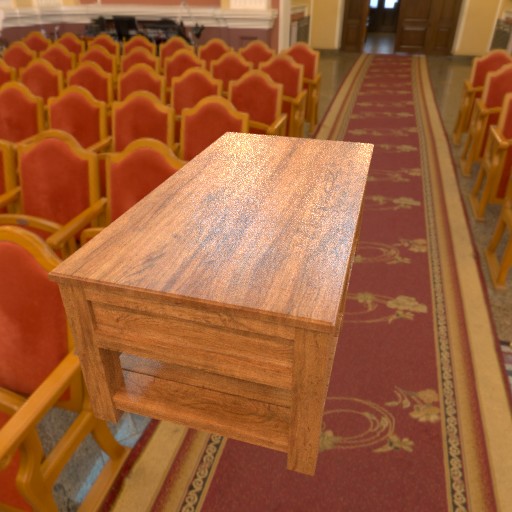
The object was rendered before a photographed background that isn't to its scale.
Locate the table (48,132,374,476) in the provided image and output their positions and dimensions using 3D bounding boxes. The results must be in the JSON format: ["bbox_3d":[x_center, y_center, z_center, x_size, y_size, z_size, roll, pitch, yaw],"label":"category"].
[{"bbox_3d":[0.000,0.000,1.480,0.635,0.480,1.150,9,32,14],"label":"table"}]
